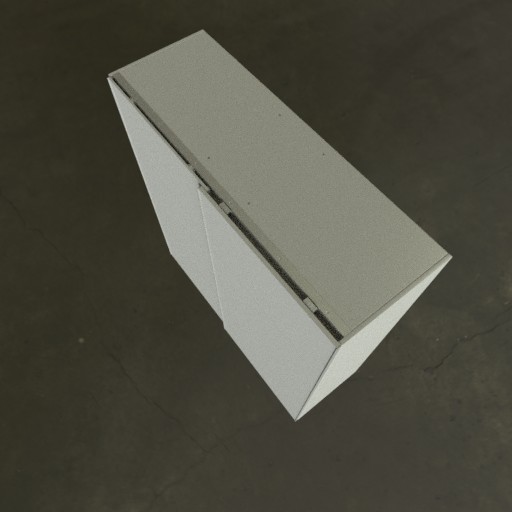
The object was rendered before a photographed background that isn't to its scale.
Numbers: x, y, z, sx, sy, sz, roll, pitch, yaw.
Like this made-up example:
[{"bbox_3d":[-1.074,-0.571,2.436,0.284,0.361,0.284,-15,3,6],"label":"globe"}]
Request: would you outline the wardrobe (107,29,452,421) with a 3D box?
[{"bbox_3d":[0.000,0.000,2.883,0.629,1.960,1.780,-34,67,-16],"label":"wardrobe"}]
